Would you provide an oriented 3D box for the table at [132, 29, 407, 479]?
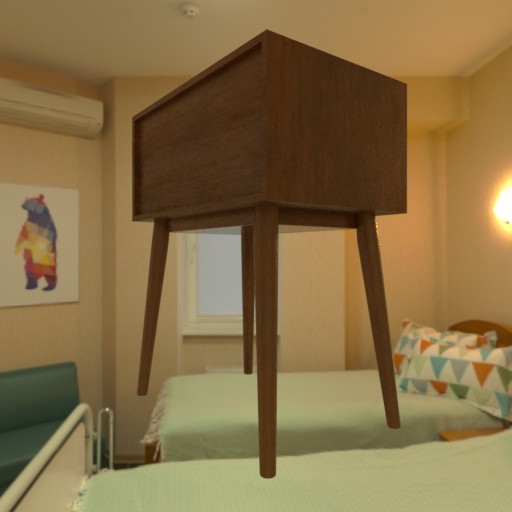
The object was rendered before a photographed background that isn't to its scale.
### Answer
[{"bbox_3d":[0.000,0.000,0.839,0.307,0.580,0.454,0,0,-37],"label":"table"}]
